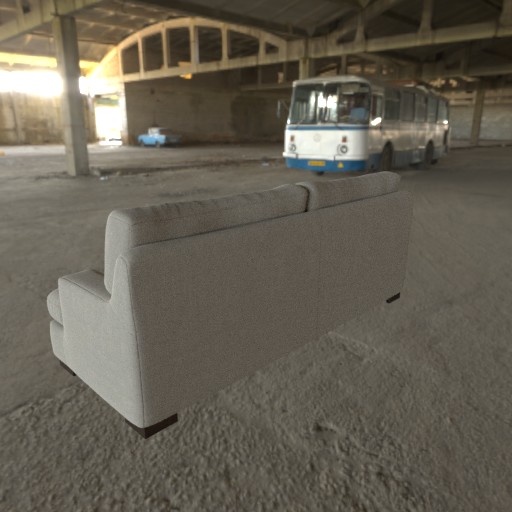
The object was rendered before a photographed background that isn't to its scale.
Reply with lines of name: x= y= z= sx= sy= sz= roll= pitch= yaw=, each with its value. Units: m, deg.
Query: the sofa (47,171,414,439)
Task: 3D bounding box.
sofa: x=0.000 y=0.000 z=2.837 sx=0.962 sy=0.980 sz=2.354 roll=16 pitch=23 yaw=42
